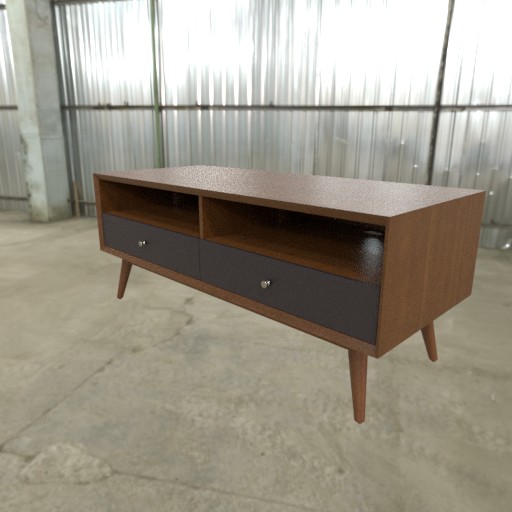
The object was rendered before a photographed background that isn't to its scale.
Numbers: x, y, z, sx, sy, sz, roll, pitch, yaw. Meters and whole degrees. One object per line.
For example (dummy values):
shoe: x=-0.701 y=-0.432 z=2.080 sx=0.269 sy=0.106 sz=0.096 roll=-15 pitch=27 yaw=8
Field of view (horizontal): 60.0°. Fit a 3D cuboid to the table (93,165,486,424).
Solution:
table: x=0.000 y=0.000 z=1.373 sx=1.119 sy=0.464 sz=0.490 roll=15 pitch=22 yaw=43
